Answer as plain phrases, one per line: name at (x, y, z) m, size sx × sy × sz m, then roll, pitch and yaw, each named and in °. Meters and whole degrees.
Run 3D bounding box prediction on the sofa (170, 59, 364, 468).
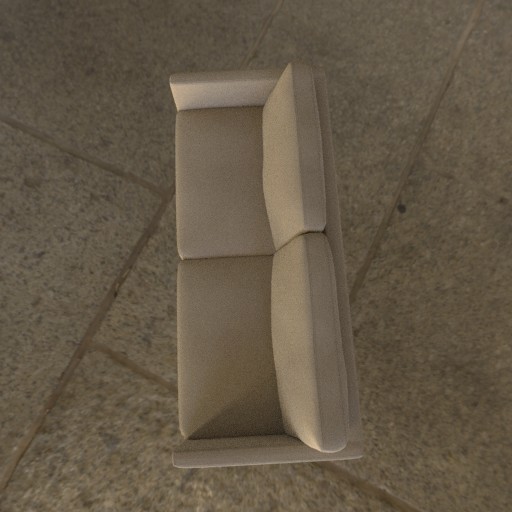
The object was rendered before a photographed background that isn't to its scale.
sofa at (0.000, 0.000, 2.610) m, size 0.948 × 0.932 × 2.181 m, roll -3°, pitch 76°, yaw -1°
